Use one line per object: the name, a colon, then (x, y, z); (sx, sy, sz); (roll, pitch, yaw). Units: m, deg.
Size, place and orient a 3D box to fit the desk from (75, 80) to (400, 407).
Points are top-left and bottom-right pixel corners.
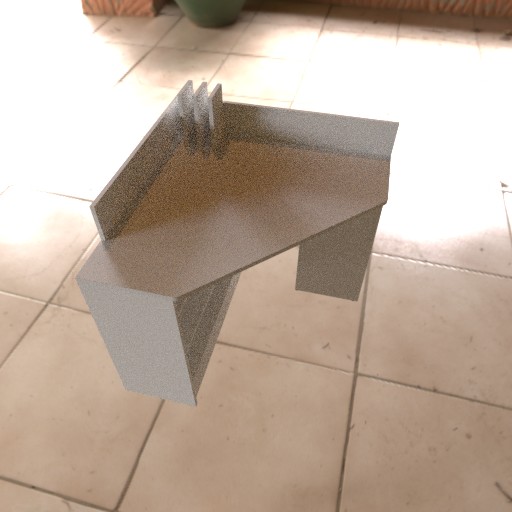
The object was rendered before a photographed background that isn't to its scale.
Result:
desk: (0.000, 0.000, 1.818); (0.940, 0.986, 0.940); (10, 47, 10)
